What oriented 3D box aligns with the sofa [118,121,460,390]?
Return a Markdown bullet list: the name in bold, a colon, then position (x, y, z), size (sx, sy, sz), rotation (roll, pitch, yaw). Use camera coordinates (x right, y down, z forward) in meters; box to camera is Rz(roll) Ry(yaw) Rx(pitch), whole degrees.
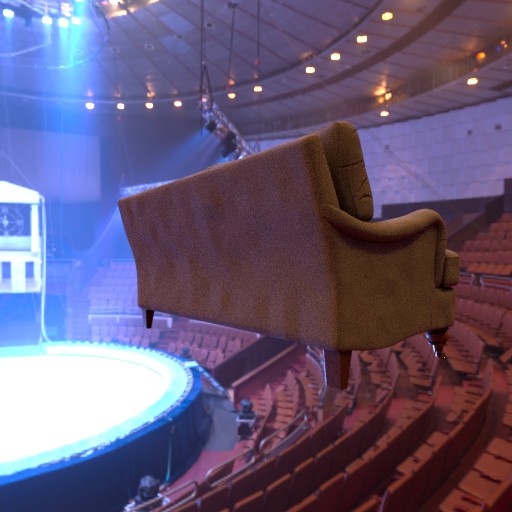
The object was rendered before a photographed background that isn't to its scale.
- **sofa**: position (0.000, 0.000, 2.803), size (1.069, 1.096, 2.193), rotation (1, -1, -36)
